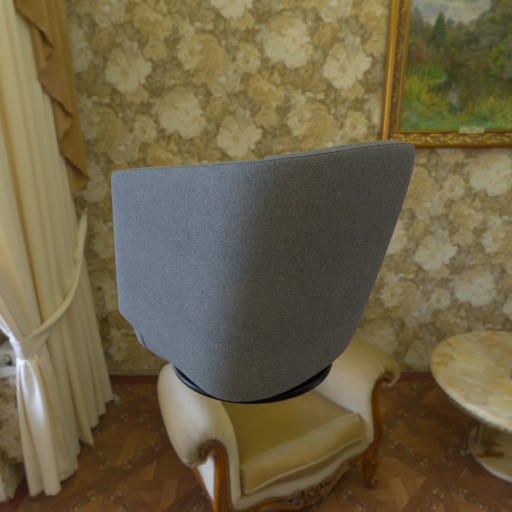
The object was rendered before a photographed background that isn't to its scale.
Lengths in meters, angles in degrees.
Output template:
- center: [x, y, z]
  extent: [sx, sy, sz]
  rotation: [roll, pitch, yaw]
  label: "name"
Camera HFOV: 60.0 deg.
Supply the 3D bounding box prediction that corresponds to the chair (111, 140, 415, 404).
- center: [0.000, 0.000, 1.643]
  extent: [0.986, 0.861, 0.822]
  rotation: [16, 24, 41]
  label: "chair"
